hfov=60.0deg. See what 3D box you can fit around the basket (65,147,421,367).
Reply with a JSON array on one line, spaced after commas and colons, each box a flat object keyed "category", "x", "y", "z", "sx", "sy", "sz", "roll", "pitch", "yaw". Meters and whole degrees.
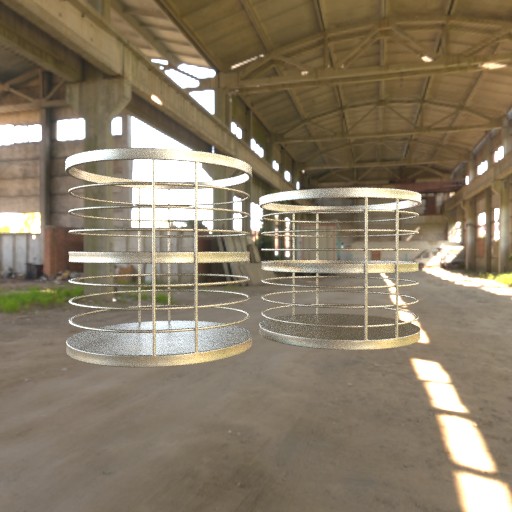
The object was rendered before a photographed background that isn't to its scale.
[{"category": "basket", "x": 0.000, "y": 0.000, "z": 0.944, "sx": 0.746, "sy": 0.351, "sz": 0.356, "roll": 0, "pitch": 1, "yaw": -18}]
